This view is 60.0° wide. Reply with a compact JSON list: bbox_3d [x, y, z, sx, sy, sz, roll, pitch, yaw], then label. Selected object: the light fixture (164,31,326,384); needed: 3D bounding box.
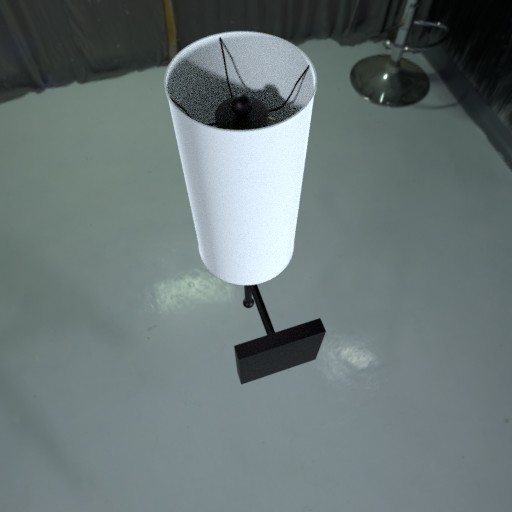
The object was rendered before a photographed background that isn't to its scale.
[{"bbox_3d":[0.000,0.000,0.551,0.128,0.462,0.208,-16,61,-9],"label":"light fixture"}]
